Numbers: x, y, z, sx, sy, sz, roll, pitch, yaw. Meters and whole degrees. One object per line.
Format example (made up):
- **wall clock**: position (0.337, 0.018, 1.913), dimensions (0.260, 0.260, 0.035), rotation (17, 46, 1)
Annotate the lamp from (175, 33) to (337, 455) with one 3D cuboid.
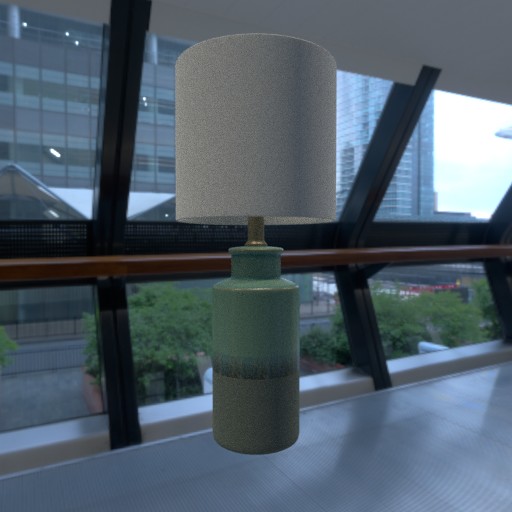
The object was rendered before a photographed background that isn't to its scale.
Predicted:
- **lamp**: position (0.000, 0.000, 0.597), dimensions (0.212, 0.493, 0.212), rotation (0, 1, 17)
